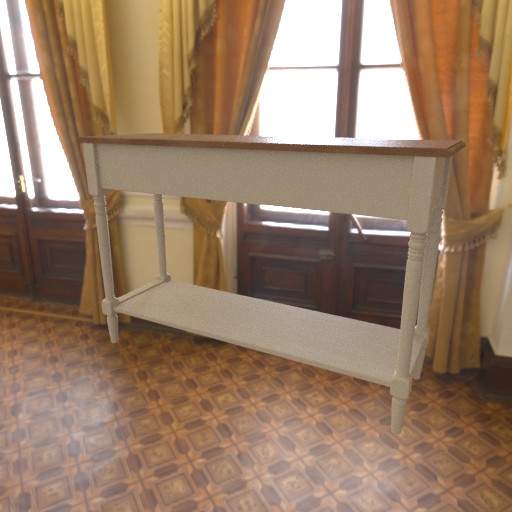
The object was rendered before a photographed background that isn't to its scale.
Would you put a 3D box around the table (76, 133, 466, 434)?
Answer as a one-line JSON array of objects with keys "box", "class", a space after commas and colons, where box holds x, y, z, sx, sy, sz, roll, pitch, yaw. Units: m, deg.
[{"box": [0.000, 0.000, 1.560, 1.219, 0.800, 0.399, 9, 20, 27], "class": "table"}]
